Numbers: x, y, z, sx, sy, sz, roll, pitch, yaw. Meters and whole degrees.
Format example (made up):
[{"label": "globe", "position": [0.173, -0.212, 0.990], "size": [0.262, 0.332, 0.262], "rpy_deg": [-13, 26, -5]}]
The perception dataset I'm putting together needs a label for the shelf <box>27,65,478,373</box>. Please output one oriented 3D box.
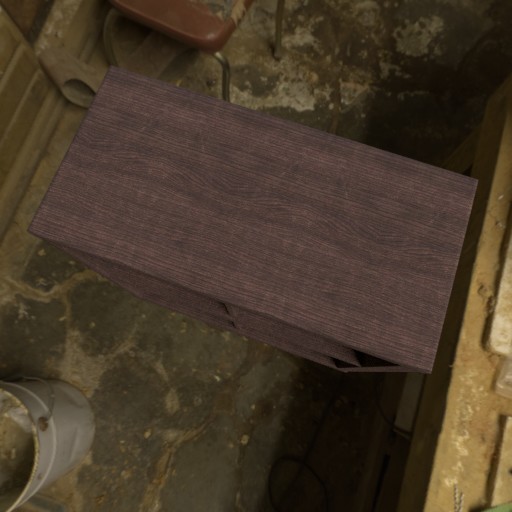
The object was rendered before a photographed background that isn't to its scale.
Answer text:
[{"label": "shelf", "position": [0.000, 0.000, 1.239], "size": [0.790, 0.786, 0.390], "rpy_deg": [19, 76, 5]}]
